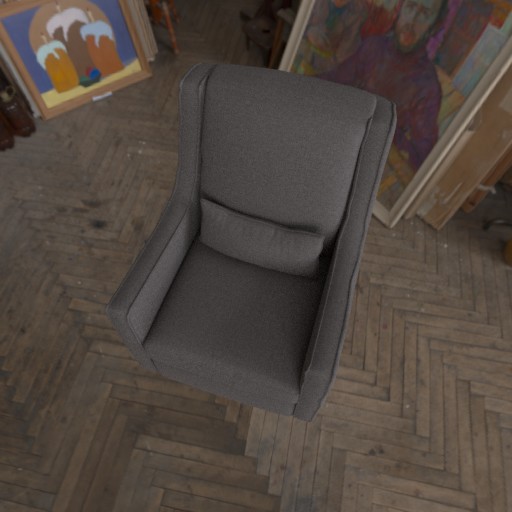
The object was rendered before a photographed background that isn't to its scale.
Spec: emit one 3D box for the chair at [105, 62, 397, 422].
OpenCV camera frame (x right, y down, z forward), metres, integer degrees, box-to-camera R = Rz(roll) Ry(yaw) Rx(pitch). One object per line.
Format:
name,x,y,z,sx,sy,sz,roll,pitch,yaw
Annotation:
chair,0.000,0.000,1.619,0.732,0.993,0.879,15,60,9
